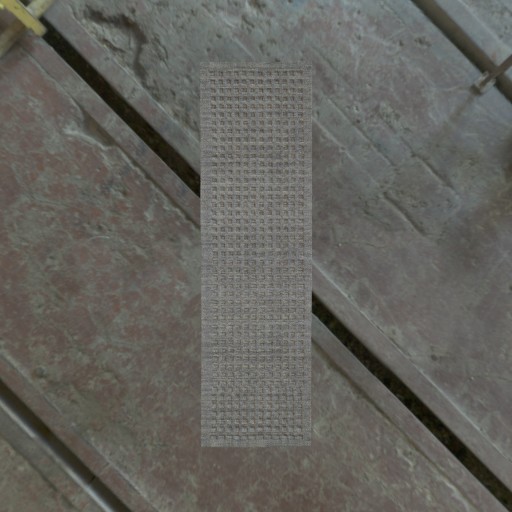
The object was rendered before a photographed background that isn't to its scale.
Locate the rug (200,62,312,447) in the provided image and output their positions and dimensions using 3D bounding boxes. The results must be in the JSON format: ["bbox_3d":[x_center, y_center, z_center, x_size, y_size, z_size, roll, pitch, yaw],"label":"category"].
[{"bbox_3d":[0.000,0.000,2.812,0.706,0.009,2.443,0,91,0],"label":"rug"}]
